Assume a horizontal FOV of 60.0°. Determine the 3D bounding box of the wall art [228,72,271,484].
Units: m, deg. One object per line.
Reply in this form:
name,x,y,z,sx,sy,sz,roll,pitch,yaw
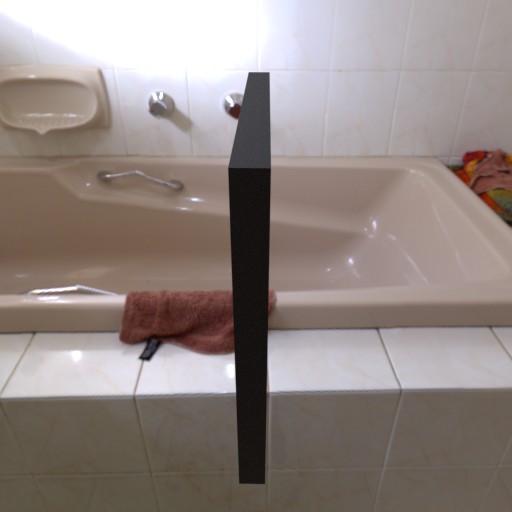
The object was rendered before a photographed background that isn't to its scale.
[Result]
wall art,0.000,0.000,0.763,0.040,0.509,0.509,1,32,1
